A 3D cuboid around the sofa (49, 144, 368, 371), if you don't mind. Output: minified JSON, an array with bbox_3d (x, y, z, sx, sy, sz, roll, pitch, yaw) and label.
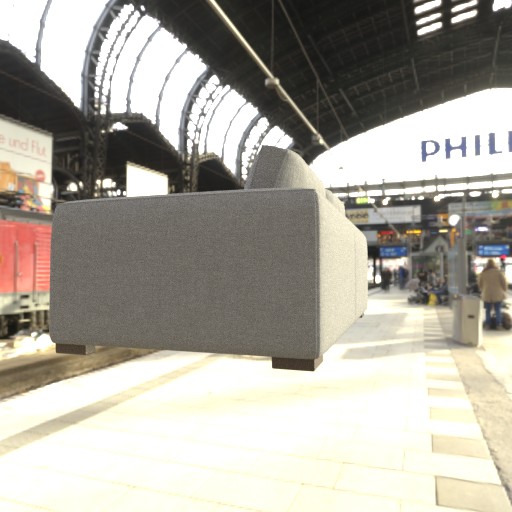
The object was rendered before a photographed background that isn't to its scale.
[{"bbox_3d":[0.000,0.000,2.420,1.069,0.800,1.920,-1,-2,18],"label":"sofa"}]
